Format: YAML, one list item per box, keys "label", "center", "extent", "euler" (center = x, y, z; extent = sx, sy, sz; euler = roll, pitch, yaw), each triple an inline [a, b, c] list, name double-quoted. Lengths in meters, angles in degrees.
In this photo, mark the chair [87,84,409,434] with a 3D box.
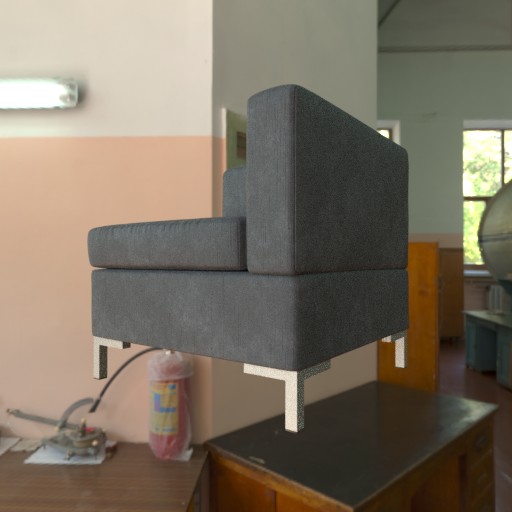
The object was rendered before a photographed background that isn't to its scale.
- label: "chair"
  center: [0.000, 0.000, 1.249]
  extent: [0.680, 0.660, 0.680]
  euler: [0, -1, 37]
